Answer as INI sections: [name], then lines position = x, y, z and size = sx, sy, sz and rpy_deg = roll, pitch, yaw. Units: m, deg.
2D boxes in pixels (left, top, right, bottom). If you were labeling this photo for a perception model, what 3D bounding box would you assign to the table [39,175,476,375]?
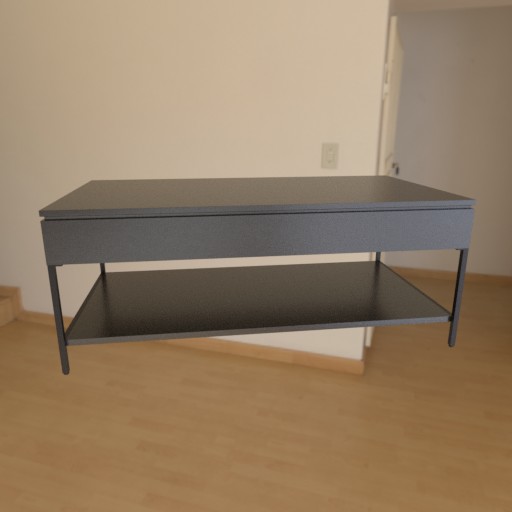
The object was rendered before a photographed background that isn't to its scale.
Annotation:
[table]
position = 0.000, 0.000, 1.431
size = 1.095, 0.435, 0.574
rpy_deg = -2, 17, -8
